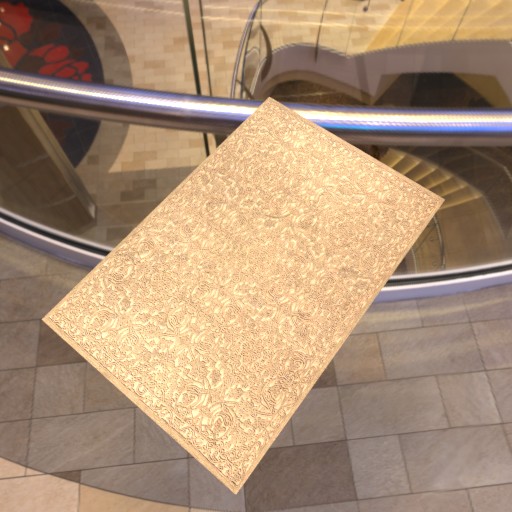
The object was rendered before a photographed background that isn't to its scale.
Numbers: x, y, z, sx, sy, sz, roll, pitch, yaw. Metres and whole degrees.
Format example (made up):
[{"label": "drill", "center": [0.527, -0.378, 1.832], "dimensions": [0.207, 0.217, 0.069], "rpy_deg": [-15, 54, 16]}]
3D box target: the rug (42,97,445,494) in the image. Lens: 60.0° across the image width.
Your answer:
[{"label": "rug", "center": [0.000, 0.000, 2.305], "dimensions": [1.221, 0.006, 1.827], "rpy_deg": [35, 70, 15]}]
